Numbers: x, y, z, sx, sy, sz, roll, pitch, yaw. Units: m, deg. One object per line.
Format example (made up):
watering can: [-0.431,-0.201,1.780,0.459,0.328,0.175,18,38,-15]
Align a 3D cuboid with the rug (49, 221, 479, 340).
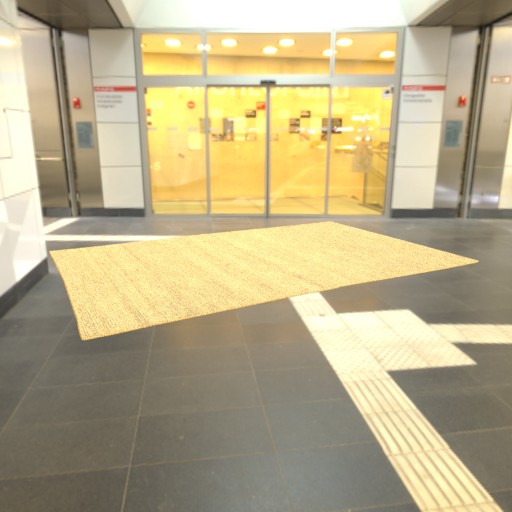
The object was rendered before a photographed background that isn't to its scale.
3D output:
rug: [0.000,0.000,2.225,1.820,0.022,1.179,-8,17,-27]
